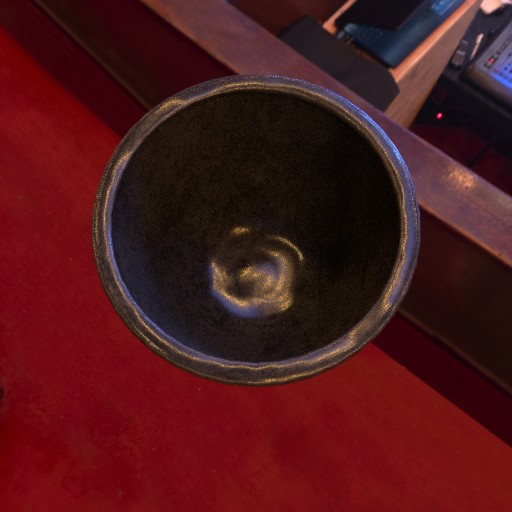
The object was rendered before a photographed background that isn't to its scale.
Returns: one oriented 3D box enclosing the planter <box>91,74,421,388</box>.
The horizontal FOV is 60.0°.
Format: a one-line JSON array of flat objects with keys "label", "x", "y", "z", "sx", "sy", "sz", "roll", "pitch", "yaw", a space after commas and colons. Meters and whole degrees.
[{"label": "planter", "x": 0.000, "y": 0.000, "z": 0.352, "sx": 0.197, "sy": 0.191, "sz": 0.197, "roll": 0, "pitch": 75, "yaw": 0}]
